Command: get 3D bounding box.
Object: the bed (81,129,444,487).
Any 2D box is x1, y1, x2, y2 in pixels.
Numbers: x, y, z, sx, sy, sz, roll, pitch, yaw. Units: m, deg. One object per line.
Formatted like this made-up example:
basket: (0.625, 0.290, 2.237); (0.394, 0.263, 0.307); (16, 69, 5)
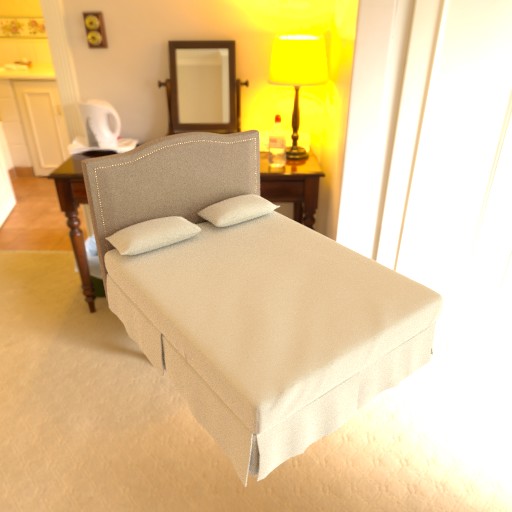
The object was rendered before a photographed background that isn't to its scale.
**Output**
bed: (0.000, 0.000, 3.400); (1.821, 1.436, 2.282); (-20, 35, -32)
